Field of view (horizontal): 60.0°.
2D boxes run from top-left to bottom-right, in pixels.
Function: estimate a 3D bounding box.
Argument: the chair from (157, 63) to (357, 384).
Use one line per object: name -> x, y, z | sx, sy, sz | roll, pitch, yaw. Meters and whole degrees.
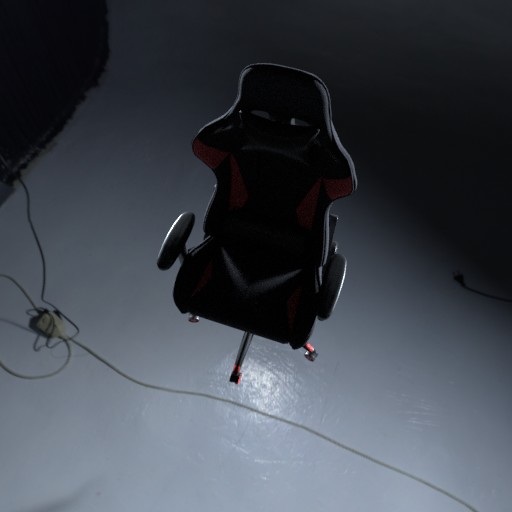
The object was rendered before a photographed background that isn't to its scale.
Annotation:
chair -> 0.000, 0.000, 1.736 | 0.695, 1.326, 0.658 | 16, 59, 10
